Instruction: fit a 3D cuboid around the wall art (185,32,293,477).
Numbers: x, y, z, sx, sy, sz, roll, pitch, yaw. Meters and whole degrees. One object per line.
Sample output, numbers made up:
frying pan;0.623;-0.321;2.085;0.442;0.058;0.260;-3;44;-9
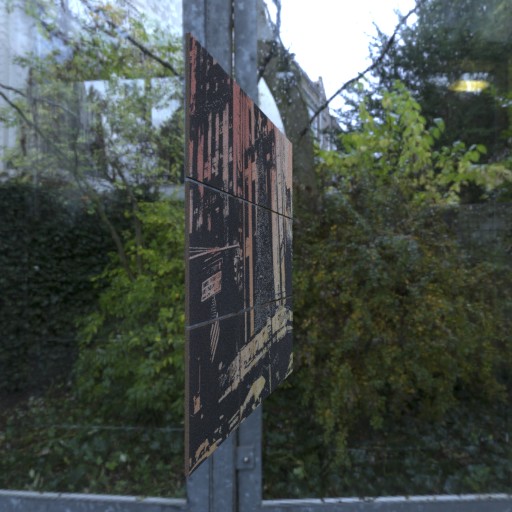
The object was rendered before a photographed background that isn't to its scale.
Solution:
wall art;0.000;0.000;1.793;0.013;1.216;1.216;0;-1;18
